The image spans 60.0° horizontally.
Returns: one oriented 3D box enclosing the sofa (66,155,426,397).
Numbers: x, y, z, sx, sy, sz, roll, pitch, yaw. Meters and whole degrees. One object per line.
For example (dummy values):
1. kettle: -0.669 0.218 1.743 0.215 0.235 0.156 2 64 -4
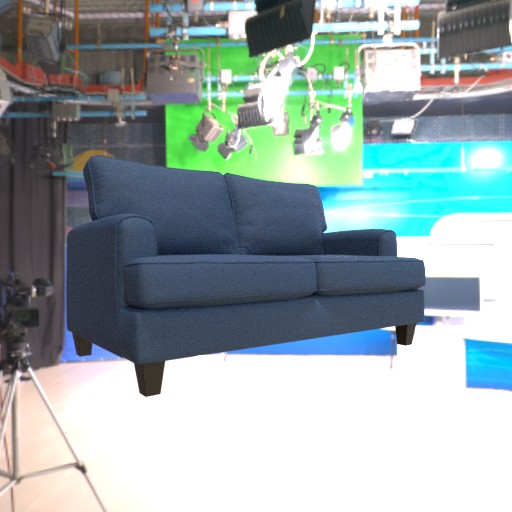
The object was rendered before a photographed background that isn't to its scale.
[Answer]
1. sofa: 0.000 0.000 2.278 1.651 0.965 0.965 0 0 -36
